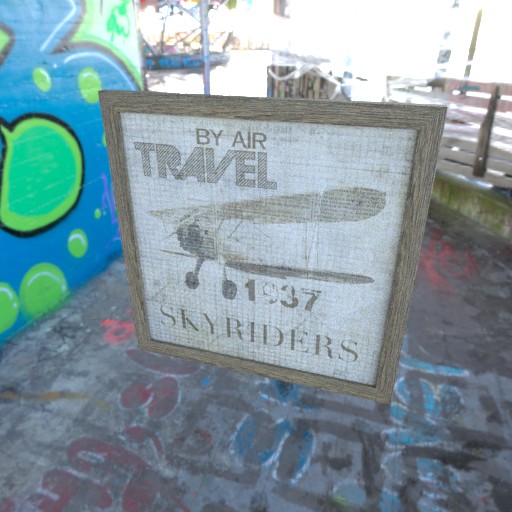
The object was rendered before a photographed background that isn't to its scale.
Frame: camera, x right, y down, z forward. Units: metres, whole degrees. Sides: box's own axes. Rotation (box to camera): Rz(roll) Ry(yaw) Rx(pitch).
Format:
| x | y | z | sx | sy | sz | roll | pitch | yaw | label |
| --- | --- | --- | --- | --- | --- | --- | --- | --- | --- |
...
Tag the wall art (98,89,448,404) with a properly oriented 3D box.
| x | y | z | sx | sy | sz | roll | pitch | yaw | label |
| --- | --- | --- | --- | --- | --- | --- | --- | --- | --- |
| 0.000 | 0.000 | 0.746 | 0.508 | 0.508 | 0.019 | 8 | 29 | 15 | wall art |
